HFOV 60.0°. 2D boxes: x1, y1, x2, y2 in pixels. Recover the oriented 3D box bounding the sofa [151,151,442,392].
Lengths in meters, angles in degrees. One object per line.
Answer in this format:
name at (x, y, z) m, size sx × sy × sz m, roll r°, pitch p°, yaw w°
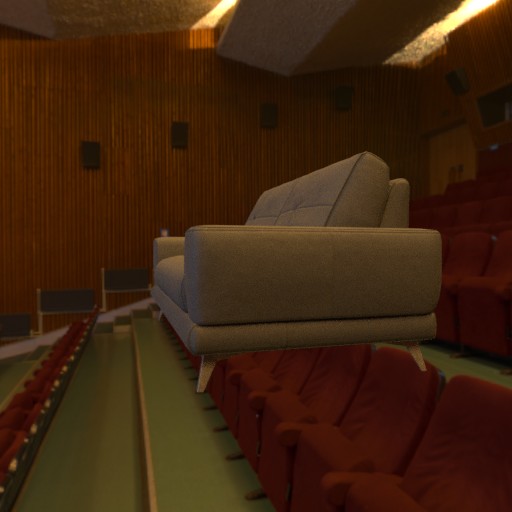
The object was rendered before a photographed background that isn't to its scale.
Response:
sofa at (0.000, 0.000, 2.422) m, size 1.018 × 0.907 × 1.806 m, roll 0°, pitch 1°, yaw -17°
